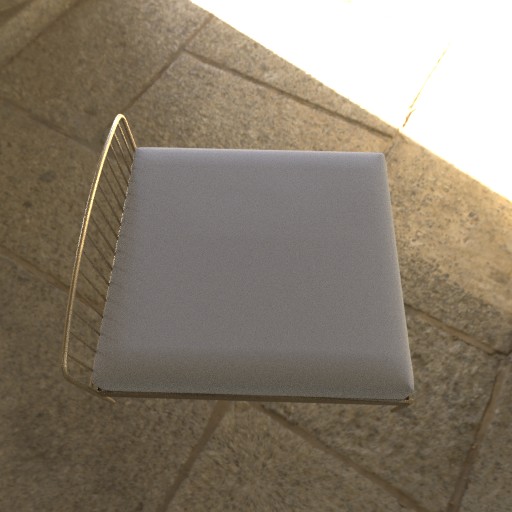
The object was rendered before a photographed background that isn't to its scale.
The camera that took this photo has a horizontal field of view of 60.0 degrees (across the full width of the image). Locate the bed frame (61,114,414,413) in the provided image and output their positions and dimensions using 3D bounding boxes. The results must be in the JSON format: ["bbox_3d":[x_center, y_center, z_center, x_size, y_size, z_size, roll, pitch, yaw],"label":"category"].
[{"bbox_3d":[0.000,0.000,3.292,2.152,1.174,2.016,1,63,1],"label":"bed frame"}]
